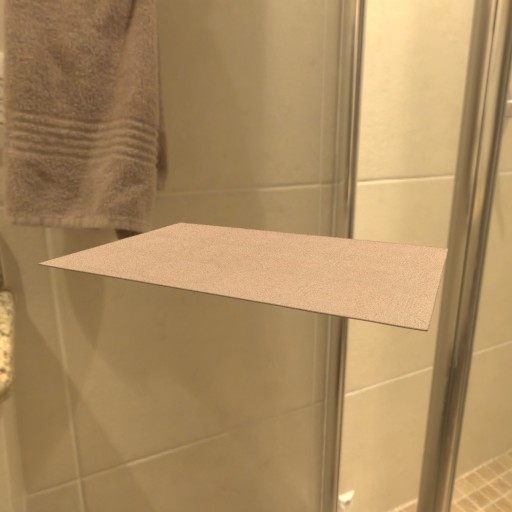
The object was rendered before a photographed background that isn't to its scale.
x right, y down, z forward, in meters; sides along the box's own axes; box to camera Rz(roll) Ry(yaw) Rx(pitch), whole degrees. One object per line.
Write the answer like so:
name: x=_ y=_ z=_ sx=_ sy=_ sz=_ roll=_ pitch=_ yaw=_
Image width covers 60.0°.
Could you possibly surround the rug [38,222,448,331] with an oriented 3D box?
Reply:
rug: x=0.000 y=0.000 z=2.369 sx=1.839 sy=0.009 sz=1.236 roll=7 pitch=16 yaw=25
